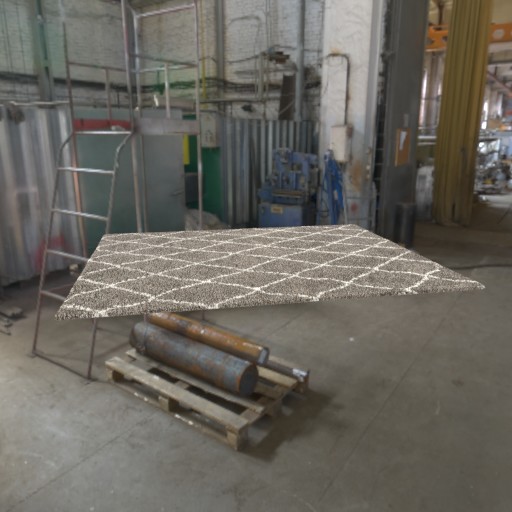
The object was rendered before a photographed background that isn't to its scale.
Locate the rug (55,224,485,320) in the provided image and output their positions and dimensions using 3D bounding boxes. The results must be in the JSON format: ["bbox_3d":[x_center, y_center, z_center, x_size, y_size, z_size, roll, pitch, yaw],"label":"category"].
[{"bbox_3d":[0.000,0.000,4.187,3.047,0.029,2.438,-3,16,-11],"label":"rug"}]
